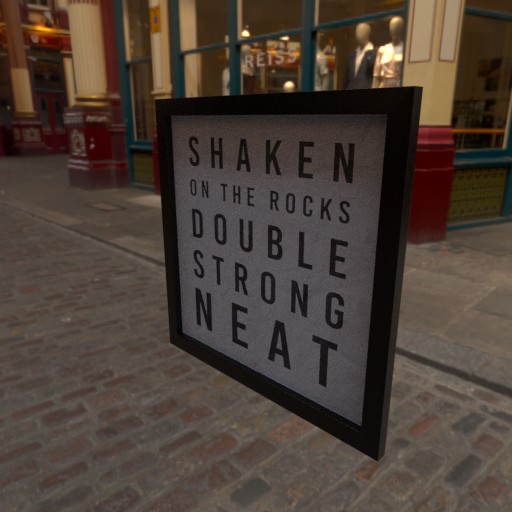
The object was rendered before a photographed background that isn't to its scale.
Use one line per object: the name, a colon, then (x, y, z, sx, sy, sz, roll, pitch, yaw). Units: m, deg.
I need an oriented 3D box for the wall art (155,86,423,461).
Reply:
wall art: (0.000, 0.000, 0.509, 0.349, 0.349, 0.014, 16, 23, 42)
